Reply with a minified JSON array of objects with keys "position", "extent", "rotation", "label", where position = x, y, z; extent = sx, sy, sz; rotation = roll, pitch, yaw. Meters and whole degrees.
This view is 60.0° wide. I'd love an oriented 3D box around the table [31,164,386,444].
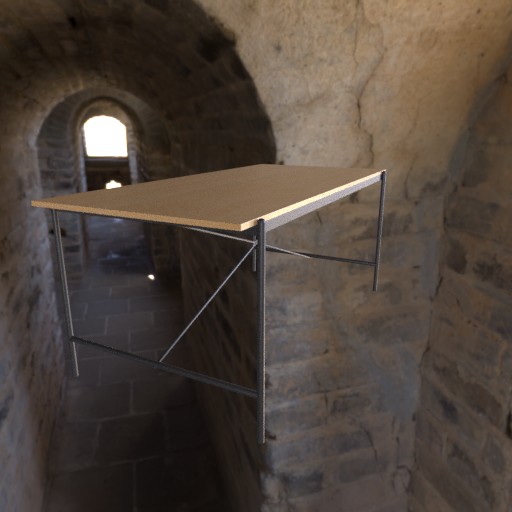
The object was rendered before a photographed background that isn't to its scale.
[{"position":[0.000,0.000,2.249],"extent":[0.900,0.758,1.800],"rotation":[8,18,27],"label":"table"}]
